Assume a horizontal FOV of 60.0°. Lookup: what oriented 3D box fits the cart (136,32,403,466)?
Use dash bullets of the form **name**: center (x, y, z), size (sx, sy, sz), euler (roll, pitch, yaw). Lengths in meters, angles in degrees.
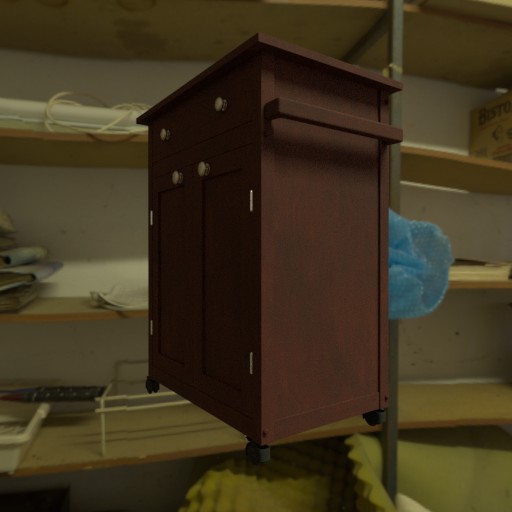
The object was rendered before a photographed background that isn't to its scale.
- **cart**: center (0.000, 0.000, 1.243), size (0.442, 0.864, 0.683), euler (0, 0, -35)
